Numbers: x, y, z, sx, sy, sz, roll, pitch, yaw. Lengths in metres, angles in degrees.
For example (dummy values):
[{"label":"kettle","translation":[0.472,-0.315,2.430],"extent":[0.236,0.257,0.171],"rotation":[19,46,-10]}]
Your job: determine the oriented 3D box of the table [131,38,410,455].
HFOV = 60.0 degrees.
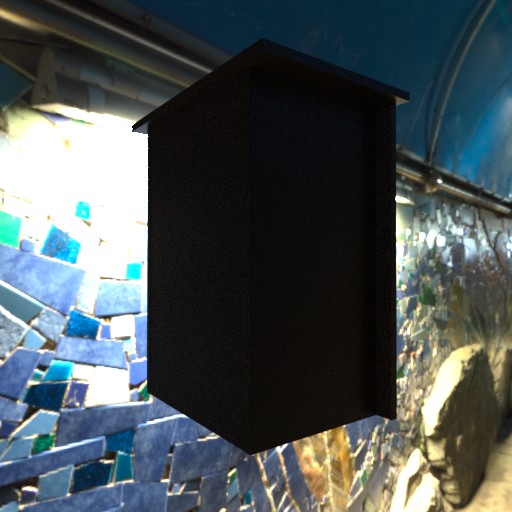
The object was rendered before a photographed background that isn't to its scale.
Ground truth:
[{"label":"table","translation":[0.000,0.000,1.083],"extent":[0.408,0.711,0.589],"rotation":[0,-1,-36]}]
